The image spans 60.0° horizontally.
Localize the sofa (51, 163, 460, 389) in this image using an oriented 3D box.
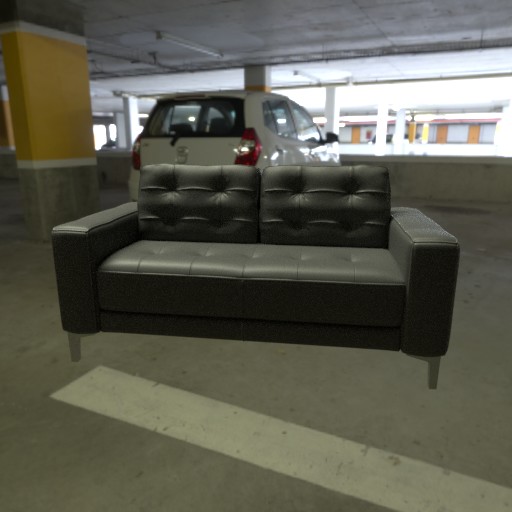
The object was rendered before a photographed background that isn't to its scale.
[{"bbox_3d":[0.000,0.000,2.228,1.726,0.892,0.833,2,15,8],"label":"sofa"}]
